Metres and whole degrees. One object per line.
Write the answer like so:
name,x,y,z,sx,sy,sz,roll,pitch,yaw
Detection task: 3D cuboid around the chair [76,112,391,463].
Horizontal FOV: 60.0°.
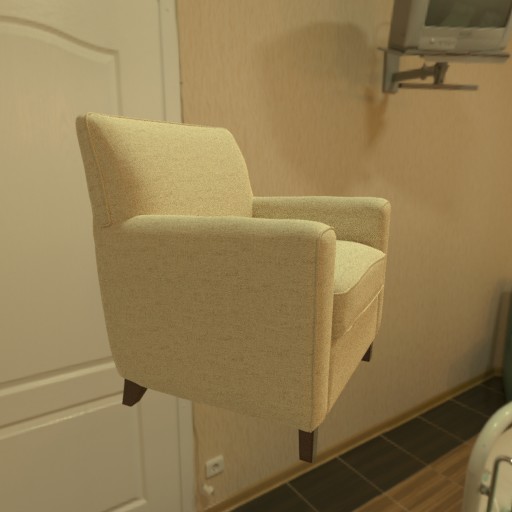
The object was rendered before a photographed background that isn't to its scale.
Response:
chair,0.000,0.000,1.579,0.823,0.943,0.870,6,14,26
